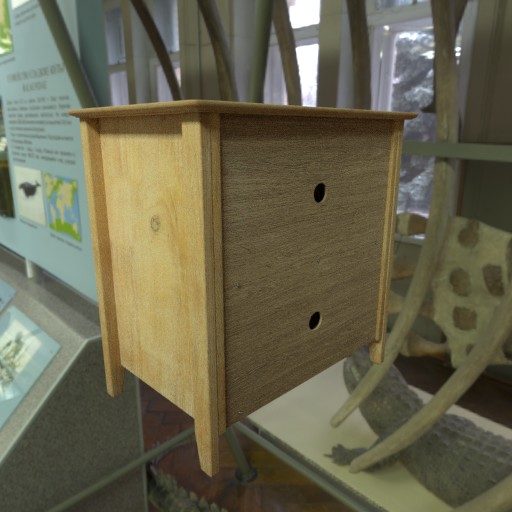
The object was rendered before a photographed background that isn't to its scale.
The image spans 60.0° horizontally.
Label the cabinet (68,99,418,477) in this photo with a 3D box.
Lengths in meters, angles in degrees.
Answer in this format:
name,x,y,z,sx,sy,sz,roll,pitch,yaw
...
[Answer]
name,x,y,z,sx,sy,sz,roll,pitch,yaw
cabinet,0.000,0.000,1.230,0.763,0.762,0.503,-15,21,-42
